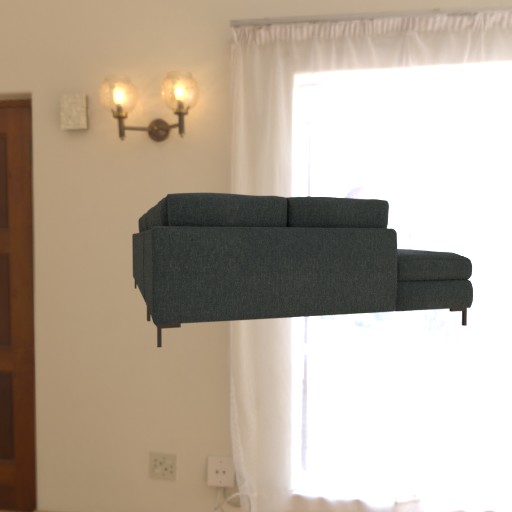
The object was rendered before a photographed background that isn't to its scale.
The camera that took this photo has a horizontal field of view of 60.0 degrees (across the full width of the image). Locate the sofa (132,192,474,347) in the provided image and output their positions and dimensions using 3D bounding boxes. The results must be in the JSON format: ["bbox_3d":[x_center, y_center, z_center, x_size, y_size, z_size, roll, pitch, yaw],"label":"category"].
[{"bbox_3d":[0.000,0.000,3.901,2.007,0.815,2.949,-1,2,-18],"label":"sofa"}]
